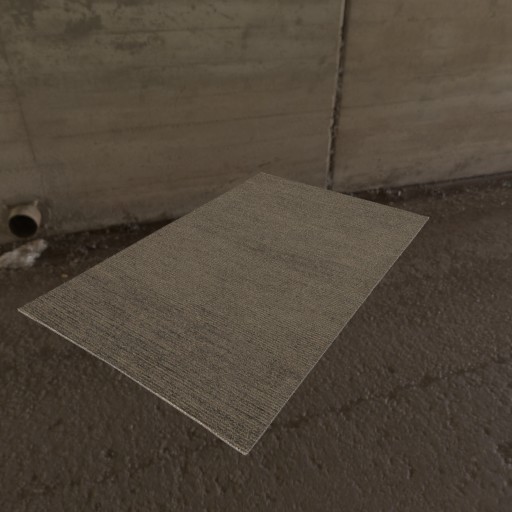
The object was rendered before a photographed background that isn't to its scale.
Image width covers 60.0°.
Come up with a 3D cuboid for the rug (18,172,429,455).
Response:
[{"bbox_3d":[0.000,0.000,2.148,1.149,0.021,1.773,21,38,29],"label":"rug"}]
